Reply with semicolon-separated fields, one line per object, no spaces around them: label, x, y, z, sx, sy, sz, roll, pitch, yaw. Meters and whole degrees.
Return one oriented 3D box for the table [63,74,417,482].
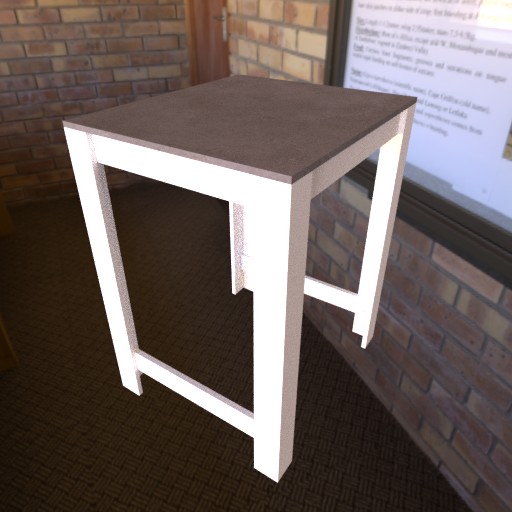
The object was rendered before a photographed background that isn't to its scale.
table;0.000;0.000;1.562;0.700;1.020;0.800;20;37;28
